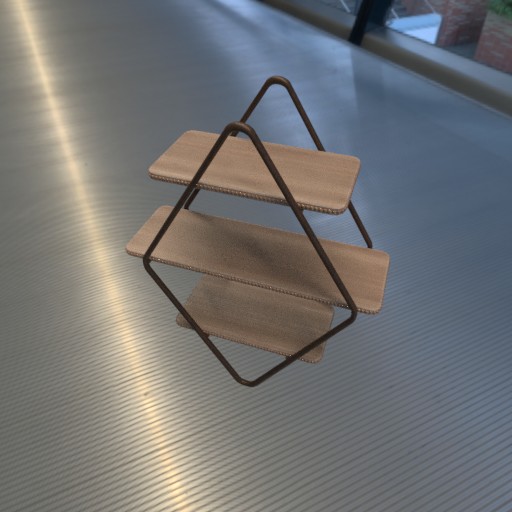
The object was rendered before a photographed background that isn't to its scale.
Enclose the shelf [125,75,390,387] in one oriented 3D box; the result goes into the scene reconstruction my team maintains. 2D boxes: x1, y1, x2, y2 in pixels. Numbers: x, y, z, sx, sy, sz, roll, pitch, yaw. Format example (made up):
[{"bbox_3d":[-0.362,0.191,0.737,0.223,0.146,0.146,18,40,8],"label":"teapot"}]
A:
[{"bbox_3d":[0.000,0.000,1.058,0.609,0.774,0.234,13,43,14],"label":"shelf"}]
